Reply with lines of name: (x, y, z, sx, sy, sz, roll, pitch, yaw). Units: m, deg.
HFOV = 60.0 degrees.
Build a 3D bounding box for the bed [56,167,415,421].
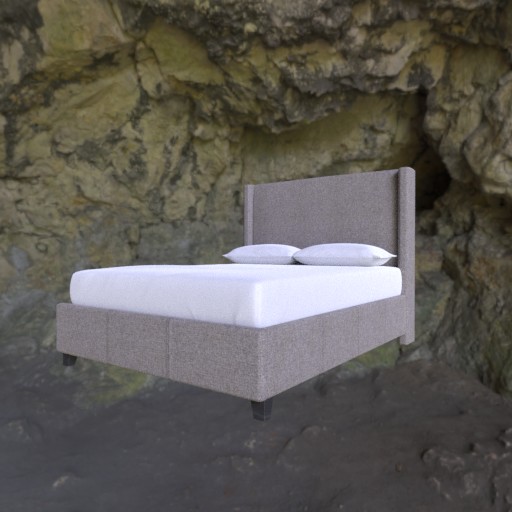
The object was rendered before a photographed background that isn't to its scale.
bed: (0.000, 0.000, 3.378, 1.714, 1.476, 2.245, 0, 1, 37)
